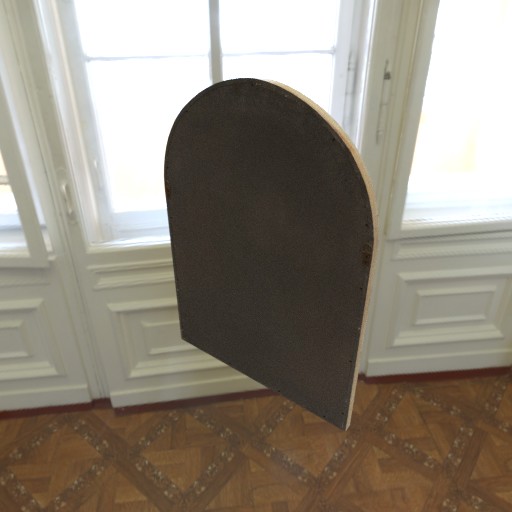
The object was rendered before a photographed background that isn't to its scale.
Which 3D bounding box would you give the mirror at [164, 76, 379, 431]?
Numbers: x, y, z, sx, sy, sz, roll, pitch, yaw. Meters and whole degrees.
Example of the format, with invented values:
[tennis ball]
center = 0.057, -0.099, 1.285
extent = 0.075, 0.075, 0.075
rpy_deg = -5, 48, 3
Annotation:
[mirror]
center = 0.000, 0.000, 1.216
extent = 0.660, 0.920, 0.032
rpy_deg = 21, 36, 31
